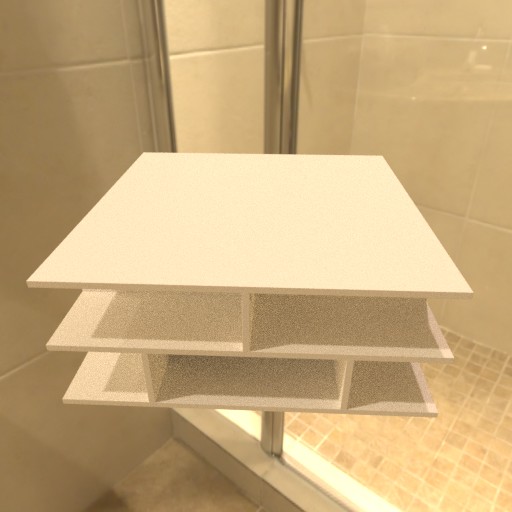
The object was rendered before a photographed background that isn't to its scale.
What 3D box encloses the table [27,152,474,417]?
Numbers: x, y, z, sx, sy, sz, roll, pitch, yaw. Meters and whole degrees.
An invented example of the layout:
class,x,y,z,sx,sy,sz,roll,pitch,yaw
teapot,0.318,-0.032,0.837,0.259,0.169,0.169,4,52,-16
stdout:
class,x,y,z,sx,sy,sz,roll,pitch,yaw
table,0.000,0.000,1.067,0.700,0.289,0.700,1,30,2
